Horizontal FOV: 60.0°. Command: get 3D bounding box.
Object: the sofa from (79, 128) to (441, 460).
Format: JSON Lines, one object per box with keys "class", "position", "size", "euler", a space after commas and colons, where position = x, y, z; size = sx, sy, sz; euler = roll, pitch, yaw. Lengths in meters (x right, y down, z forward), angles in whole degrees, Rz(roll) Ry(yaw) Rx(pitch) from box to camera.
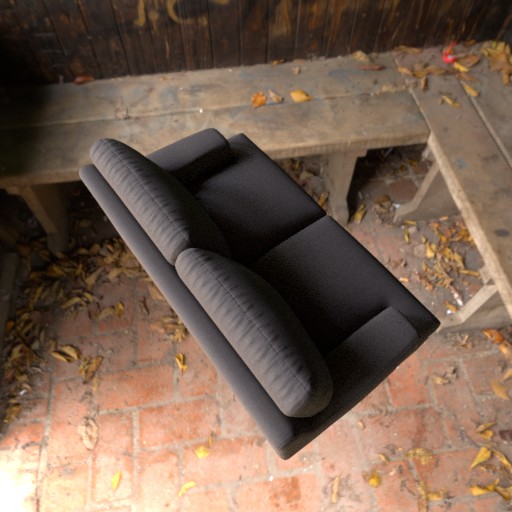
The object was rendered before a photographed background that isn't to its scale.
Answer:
{"class": "sofa", "position": [0.000, 0.000, 2.511], "size": [1.143, 0.940, 1.880], "euler": [-33, 64, -18]}
